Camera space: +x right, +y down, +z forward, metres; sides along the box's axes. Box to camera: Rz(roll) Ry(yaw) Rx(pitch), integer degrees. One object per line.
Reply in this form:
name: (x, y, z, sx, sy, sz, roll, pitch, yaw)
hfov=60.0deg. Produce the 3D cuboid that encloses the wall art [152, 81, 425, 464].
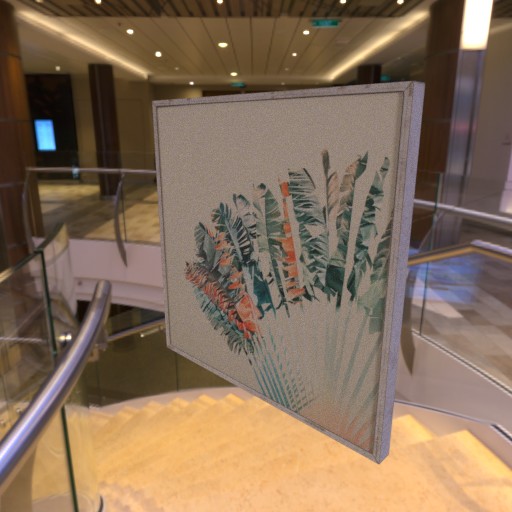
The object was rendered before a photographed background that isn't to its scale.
wall art: (0.000, 0.000, 0.735, 0.508, 0.506, 0.029, 15, 21, 42)
